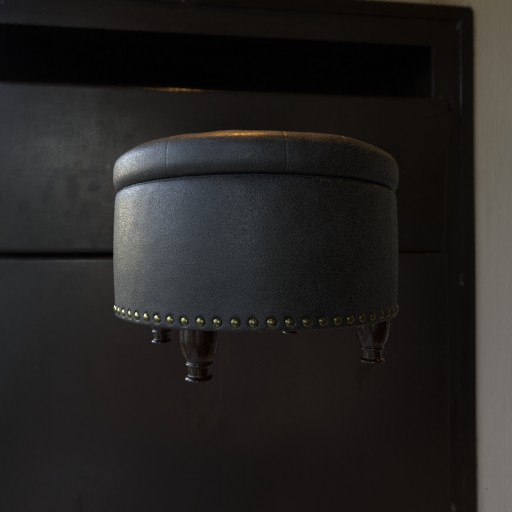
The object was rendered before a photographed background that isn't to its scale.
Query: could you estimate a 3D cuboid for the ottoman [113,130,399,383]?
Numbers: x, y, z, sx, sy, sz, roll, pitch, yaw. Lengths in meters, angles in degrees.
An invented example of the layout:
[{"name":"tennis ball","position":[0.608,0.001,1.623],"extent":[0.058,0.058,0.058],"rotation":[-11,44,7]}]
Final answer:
[{"name":"ottoman","position":[0.000,0.000,1.038],"extent":[0.637,0.442,0.637],"rotation":[0,0,0]}]
